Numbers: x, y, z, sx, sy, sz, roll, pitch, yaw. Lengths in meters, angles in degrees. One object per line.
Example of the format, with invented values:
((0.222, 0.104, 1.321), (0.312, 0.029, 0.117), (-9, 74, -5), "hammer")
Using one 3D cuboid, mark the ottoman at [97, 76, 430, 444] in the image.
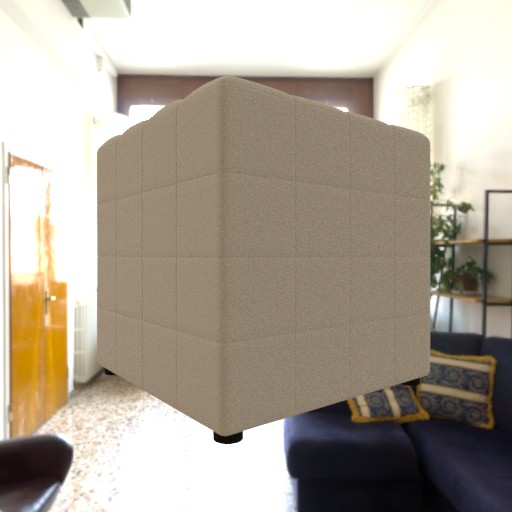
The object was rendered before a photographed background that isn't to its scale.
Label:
((0.000, 0.000, 0.787), (0.425, 0.432, 0.425), (0, 0, -38), "ottoman")
